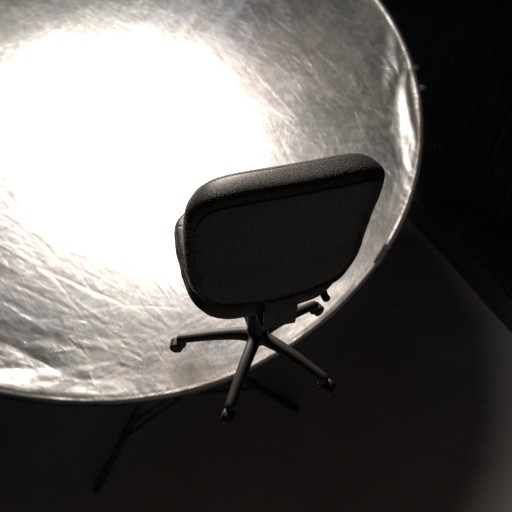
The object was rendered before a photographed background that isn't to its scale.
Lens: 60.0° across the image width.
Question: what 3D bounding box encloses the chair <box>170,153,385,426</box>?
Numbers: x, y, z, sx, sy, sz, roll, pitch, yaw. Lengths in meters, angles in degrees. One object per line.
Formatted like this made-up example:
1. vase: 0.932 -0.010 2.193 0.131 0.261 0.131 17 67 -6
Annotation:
1. chair: 0.000 0.000 1.413 0.647 0.959 0.646 -12 44 -13
